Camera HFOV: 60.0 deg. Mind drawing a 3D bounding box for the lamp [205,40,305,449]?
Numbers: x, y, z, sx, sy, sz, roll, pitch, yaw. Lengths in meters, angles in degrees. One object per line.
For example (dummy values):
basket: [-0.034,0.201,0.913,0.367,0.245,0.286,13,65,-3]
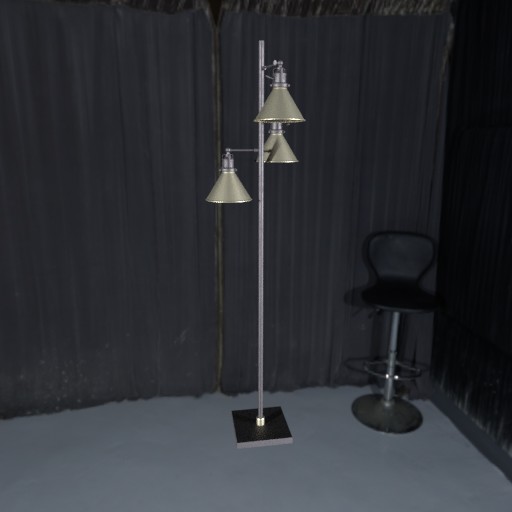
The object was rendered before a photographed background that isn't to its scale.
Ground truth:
lamp: [0.000,0.000,1.910,0.415,1.716,0.428,-2,14,-9]
